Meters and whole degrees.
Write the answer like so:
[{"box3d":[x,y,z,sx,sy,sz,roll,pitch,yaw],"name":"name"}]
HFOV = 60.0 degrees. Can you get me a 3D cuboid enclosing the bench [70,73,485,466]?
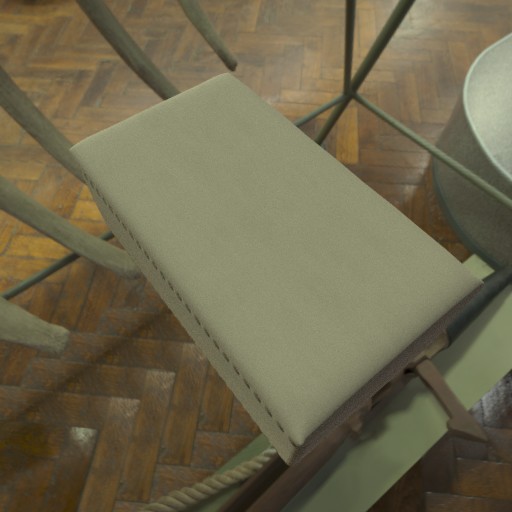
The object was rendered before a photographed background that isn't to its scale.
[{"box3d":[0.000,0.000,1.167,0.500,0.449,0.887,-34,64,-19],"name":"bench"}]
